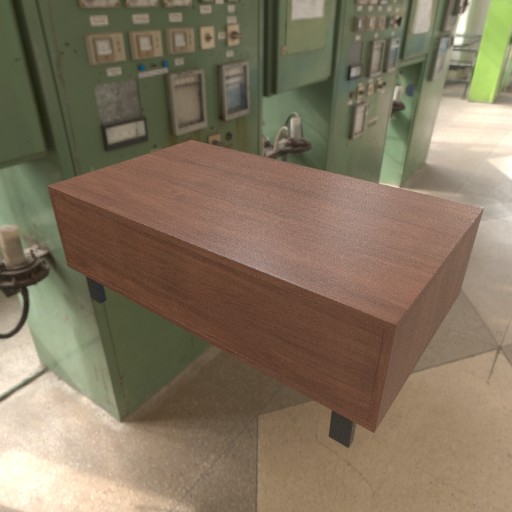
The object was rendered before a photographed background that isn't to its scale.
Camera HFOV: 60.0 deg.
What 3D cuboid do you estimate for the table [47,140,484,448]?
[{"bbox_3d":[0.000,0.000,1.286,1.020,0.380,0.600,21,36,31],"label":"table"}]
